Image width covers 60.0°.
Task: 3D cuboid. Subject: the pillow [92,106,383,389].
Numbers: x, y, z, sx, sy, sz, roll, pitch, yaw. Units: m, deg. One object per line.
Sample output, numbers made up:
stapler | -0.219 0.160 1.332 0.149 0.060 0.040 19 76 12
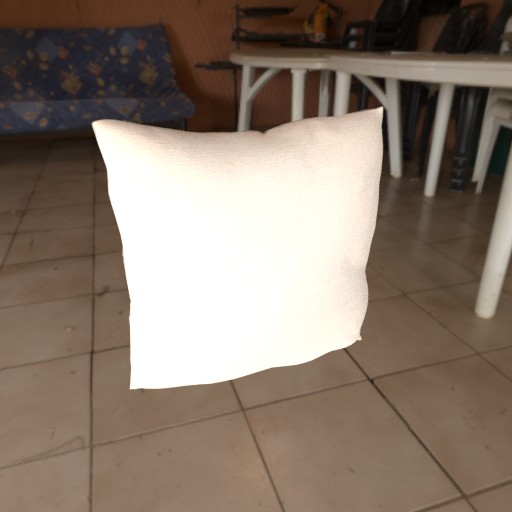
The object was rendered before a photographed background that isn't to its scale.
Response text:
pillow | 0.000 0.000 0.720 0.450 0.448 0.245 -9 27 -17
